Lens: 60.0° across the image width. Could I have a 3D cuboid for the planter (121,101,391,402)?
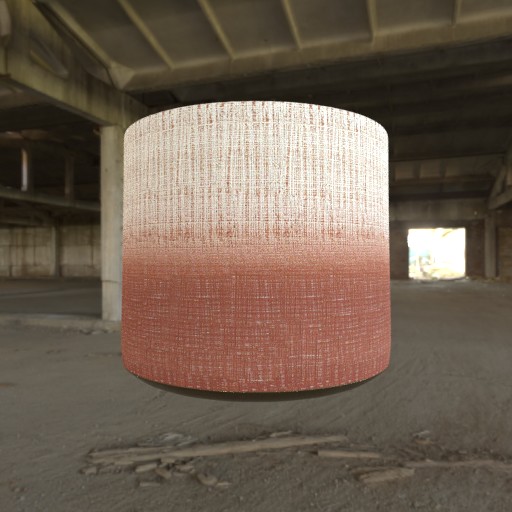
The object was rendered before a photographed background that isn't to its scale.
[{"bbox_3d":[0.000,0.000,0.436,0.254,0.221,0.254,0,0,0],"label":"planter"}]
